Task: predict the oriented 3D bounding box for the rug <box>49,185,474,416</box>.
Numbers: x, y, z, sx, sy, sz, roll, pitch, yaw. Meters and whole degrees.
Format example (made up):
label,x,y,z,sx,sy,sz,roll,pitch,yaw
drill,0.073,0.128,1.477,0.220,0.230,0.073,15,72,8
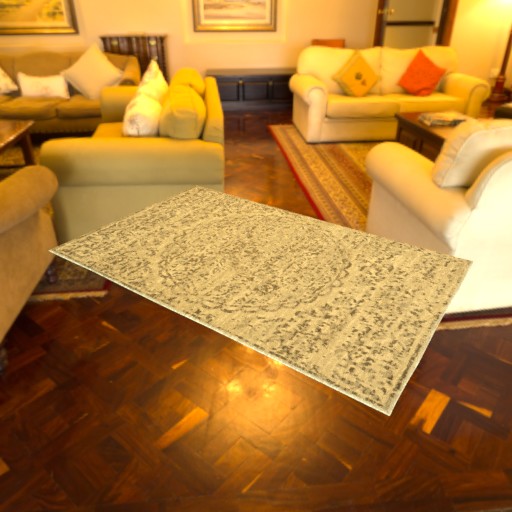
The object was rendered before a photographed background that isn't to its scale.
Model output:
label,x,y,z,sx,sy,sz,roll,pitch,yaw
rug,0.000,0.000,3.004,2.447,0.021,1.527,19,35,30
